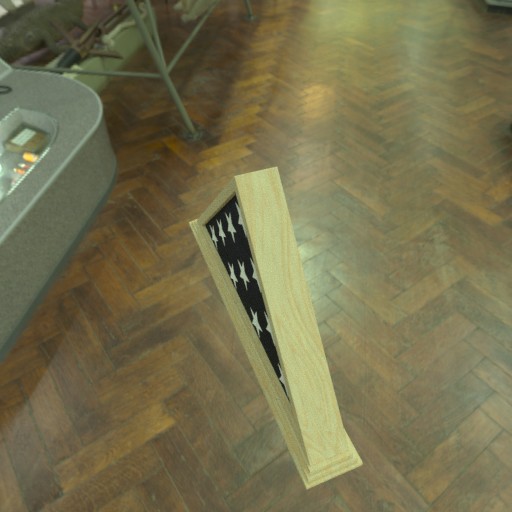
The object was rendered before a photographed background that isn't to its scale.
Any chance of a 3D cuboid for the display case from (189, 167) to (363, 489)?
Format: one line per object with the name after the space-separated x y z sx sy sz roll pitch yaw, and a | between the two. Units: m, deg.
0.000 0.000 0.753 0.095 0.340 0.640 -16 47 -15 | display case
